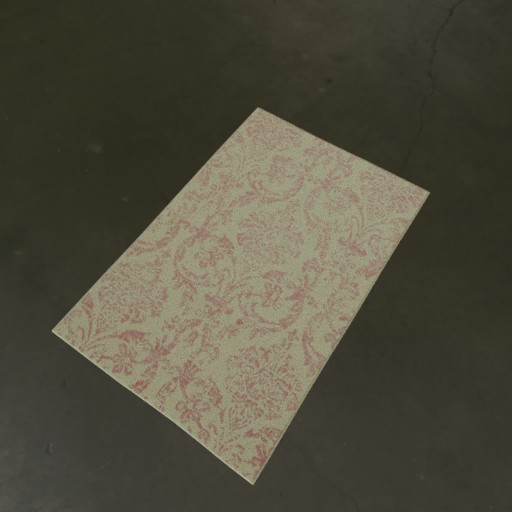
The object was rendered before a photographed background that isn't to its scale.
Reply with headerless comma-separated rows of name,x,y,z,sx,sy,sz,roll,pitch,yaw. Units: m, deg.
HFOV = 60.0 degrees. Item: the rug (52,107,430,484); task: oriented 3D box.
rug,0.000,0.000,2.402,1.219,0.012,1.839,31,67,15
